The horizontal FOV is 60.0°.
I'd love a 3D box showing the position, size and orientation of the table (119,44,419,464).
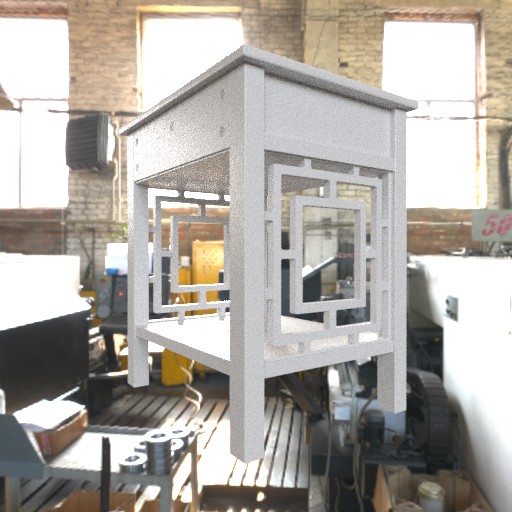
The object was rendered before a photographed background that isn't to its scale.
[{"bbox_3d":[0.000,0.000,1.027,0.451,0.646,0.564,0,1,-36],"label":"table"}]
